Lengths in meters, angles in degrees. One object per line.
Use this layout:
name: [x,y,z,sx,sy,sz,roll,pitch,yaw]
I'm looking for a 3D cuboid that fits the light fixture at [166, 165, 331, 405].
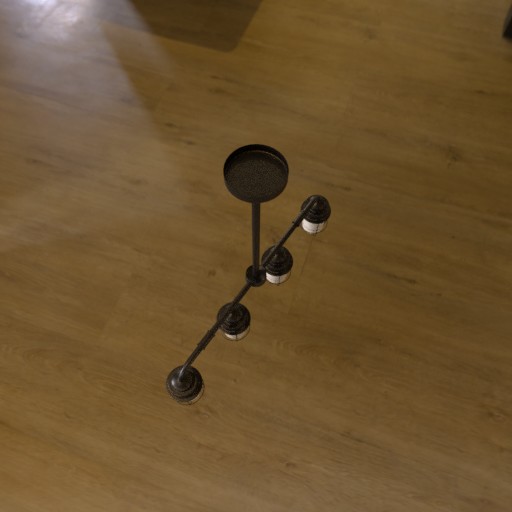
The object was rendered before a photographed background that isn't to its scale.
light fixture: [0.000,0.000,1.236,0.131,0.785,0.852,33,68,15]
